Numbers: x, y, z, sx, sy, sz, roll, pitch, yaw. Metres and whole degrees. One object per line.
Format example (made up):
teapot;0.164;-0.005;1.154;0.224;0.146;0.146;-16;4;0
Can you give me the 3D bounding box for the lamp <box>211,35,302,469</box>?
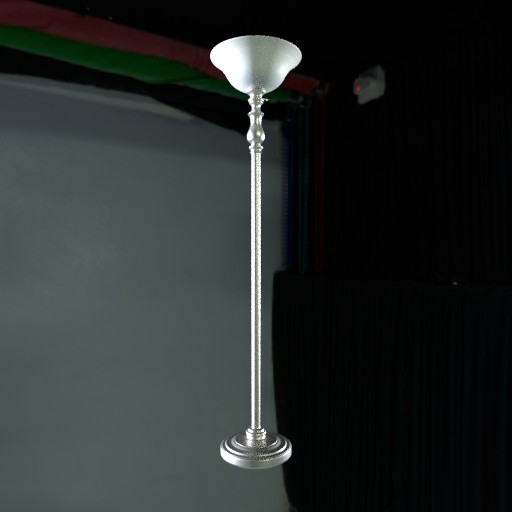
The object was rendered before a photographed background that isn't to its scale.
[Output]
lamp;0.000;0.000;1.980;0.405;1.771;0.405;0;0;-37
